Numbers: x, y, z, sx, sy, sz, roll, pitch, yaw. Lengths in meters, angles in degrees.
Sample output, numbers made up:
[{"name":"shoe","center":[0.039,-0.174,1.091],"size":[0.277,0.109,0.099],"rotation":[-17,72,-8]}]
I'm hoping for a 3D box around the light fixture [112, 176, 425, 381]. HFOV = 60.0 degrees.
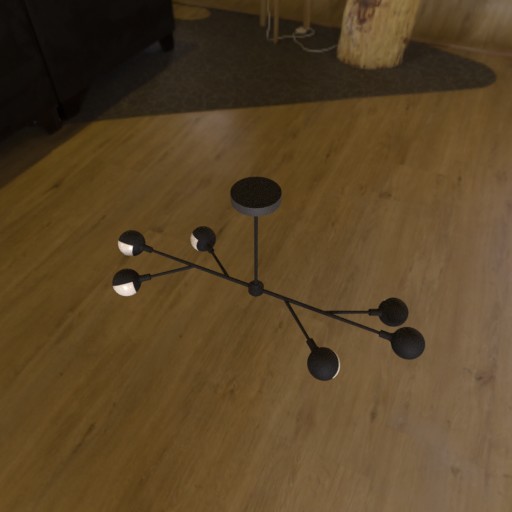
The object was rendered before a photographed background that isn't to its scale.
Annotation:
[{"name":"light fixture","center":[0.000,0.000,0.998],"size":[0.778,0.362,0.434],"rotation":[32,54,27]}]
